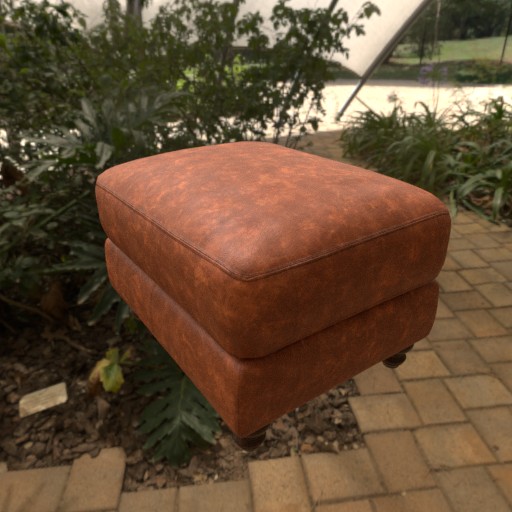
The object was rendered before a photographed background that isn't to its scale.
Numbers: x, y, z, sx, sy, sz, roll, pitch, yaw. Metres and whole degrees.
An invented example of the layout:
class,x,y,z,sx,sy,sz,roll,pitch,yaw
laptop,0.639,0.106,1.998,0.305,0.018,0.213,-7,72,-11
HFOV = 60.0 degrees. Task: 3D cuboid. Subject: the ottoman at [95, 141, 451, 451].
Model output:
class,x,y,z,sx,sy,sz,roll,pitch,yaw
ottoman,0.000,0.000,1.248,0.657,0.562,0.832,-17,30,-31
